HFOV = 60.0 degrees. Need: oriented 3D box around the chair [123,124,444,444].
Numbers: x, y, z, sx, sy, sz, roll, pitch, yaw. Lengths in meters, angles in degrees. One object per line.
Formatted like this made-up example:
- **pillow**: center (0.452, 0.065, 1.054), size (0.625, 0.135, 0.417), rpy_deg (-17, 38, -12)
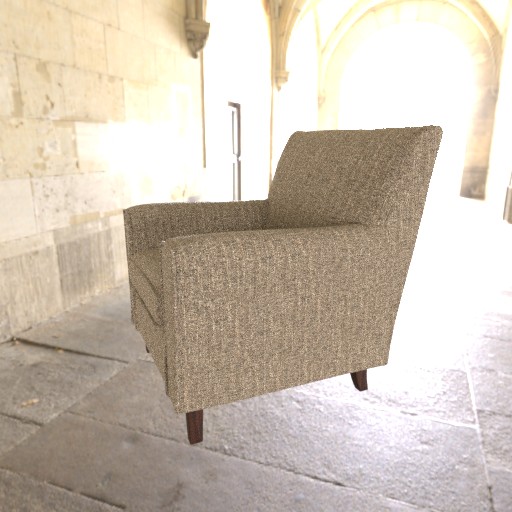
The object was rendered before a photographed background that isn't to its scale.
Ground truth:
- **chair**: center (0.000, 0.000, 1.654), size (0.873, 0.928, 0.864), rpy_deg (-6, 16, -24)
